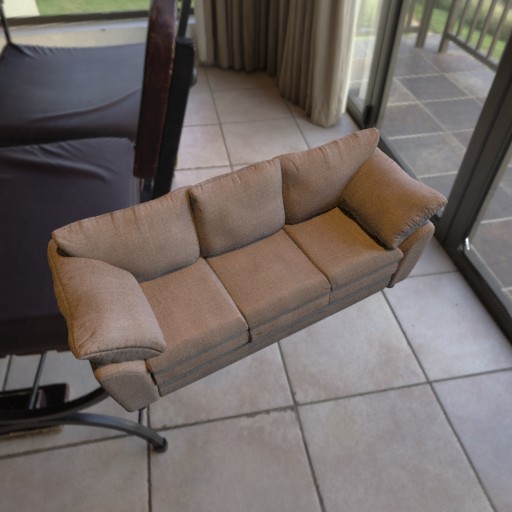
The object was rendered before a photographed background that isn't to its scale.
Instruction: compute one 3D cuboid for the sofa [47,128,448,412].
[{"bbox_3d":[0.000,0.000,2.829,2.334,0.996,0.878,-22,50,-20],"label":"sofa"}]
